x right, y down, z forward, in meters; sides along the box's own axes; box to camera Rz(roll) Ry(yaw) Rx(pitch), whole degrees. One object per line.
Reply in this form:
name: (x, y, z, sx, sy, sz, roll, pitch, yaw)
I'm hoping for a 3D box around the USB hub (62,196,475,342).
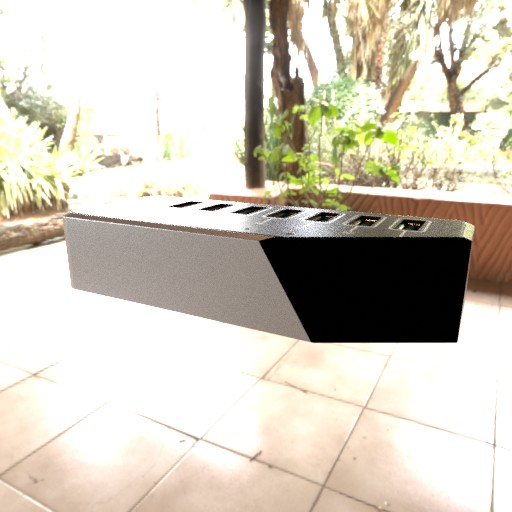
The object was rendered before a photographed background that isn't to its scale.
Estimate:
USB hub: (0.000, 0.000, 0.127, 0.110, 0.023, 0.044, 8, 18, 26)
